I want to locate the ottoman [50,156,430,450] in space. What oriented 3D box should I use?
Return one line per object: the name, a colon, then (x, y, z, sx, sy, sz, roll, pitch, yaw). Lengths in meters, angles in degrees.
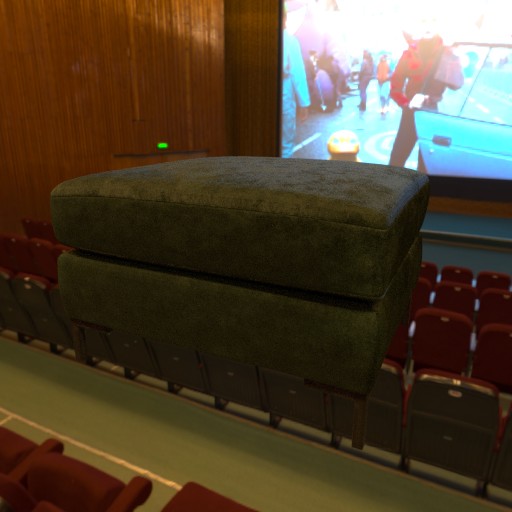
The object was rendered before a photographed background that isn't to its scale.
ottoman: (0.000, 0.000, 1.269, 0.839, 0.538, 0.701, 8, 19, 25)
